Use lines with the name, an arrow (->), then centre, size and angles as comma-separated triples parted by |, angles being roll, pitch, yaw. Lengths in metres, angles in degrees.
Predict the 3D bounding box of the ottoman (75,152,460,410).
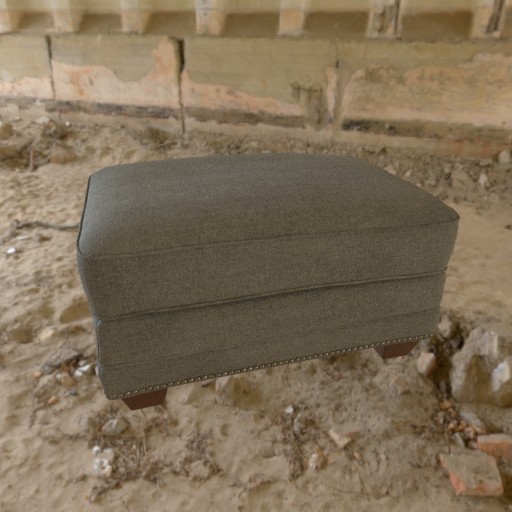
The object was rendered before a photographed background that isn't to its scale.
ottoman -> 0.000, 0.000, 1.161 | 0.813, 0.457, 0.561 | -7, 28, -14
